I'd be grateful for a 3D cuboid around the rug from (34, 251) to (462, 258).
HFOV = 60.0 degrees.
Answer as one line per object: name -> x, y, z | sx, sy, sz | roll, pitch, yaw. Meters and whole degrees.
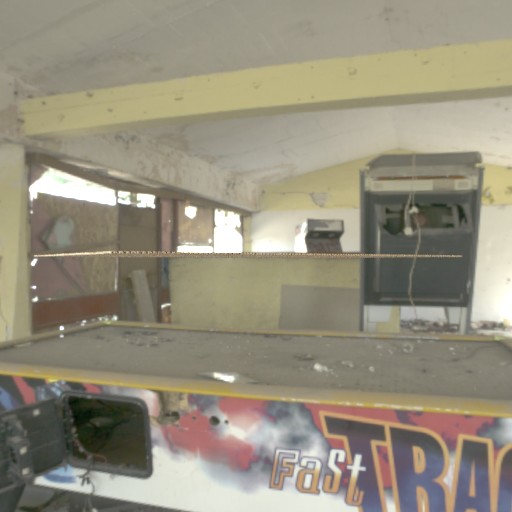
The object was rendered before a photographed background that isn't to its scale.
rug -> 0.000, 0.000, 2.966 | 2.439, 0.011, 1.533 | 0, -1, -36
